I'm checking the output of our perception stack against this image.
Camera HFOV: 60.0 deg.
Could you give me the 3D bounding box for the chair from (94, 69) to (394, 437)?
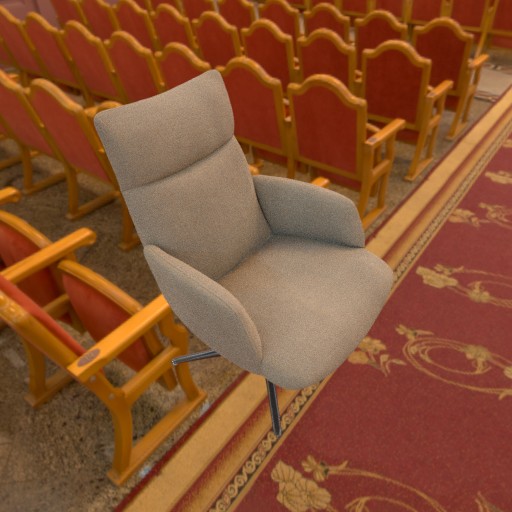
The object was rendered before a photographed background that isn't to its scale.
[{"bbox_3d":[0.000,0.000,1.571,0.889,1.016,0.711,26,46,28],"label":"chair"}]
